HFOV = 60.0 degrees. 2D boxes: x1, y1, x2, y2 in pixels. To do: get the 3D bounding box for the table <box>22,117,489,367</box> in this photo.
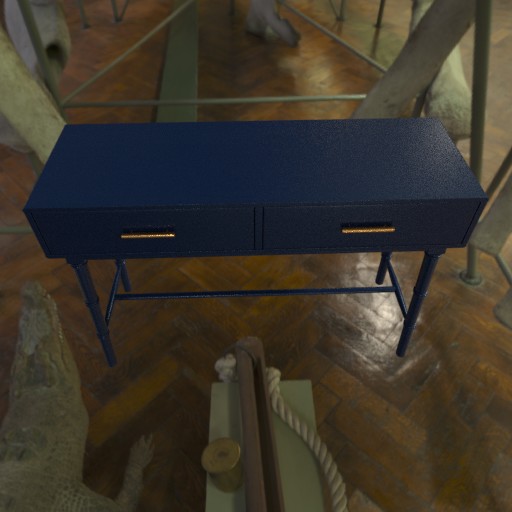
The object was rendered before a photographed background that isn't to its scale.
[{"bbox_3d":[0.000,0.000,1.451,1.118,0.749,0.399,-2,46,-1],"label":"table"}]
